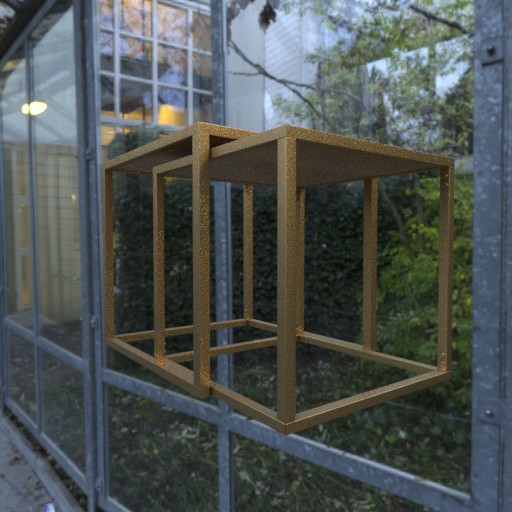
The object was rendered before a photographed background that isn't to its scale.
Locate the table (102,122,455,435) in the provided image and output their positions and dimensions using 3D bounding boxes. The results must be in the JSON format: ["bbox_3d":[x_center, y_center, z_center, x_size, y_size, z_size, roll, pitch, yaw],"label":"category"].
[{"bbox_3d":[0.000,0.000,1.087,0.505,0.505,0.762,-2,3,-37],"label":"table"}]
